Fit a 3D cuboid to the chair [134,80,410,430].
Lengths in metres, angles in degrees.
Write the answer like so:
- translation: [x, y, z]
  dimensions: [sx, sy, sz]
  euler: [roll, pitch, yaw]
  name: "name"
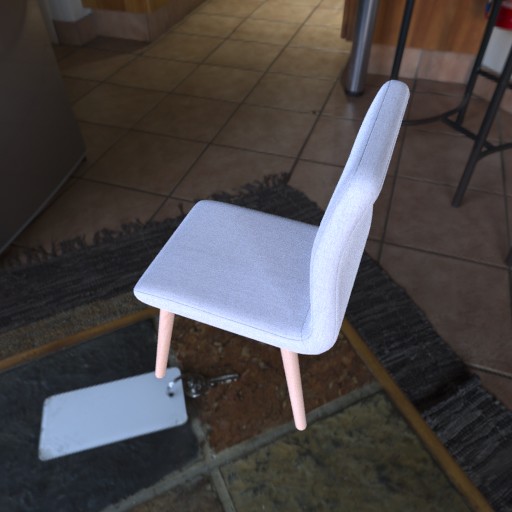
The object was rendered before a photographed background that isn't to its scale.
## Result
- translation: [0.000, 0.000, 1.173]
  dimensions: [0.550, 0.885, 0.435]
  euler: [15, 48, 14]
  name: "chair"
